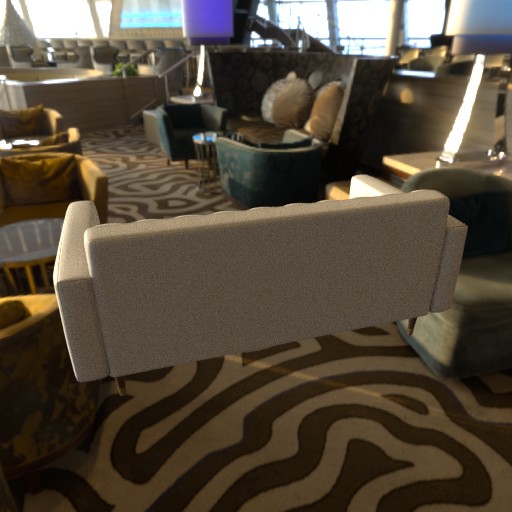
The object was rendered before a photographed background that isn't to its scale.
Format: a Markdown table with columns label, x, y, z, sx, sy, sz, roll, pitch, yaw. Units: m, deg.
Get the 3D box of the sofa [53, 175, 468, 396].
| label | x | y | z | sx | sy | sz | roll | pitch | yaw |
| --- | --- | --- | --- | --- | --- | --- | --- | --- | --- |
| sofa | 0.000 | 0.000 | 2.397 | 1.895 | 0.814 | 0.969 | -8 | 27 | -16 |
